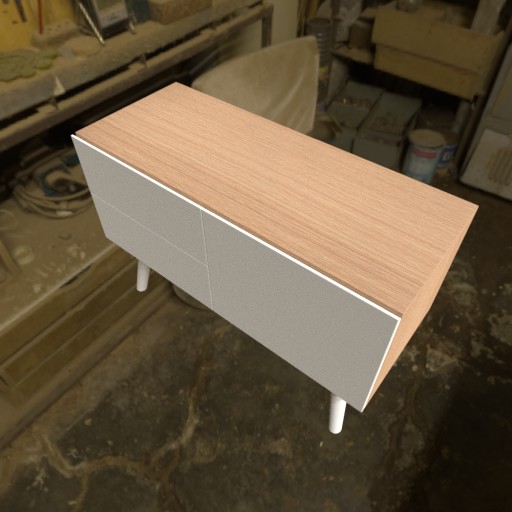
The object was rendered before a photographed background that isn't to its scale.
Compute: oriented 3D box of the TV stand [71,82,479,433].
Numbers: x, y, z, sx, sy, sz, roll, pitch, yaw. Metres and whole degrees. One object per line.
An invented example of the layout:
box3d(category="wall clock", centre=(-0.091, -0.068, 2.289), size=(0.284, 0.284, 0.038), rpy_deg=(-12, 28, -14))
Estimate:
box3d(category="TV stand", centre=(0.000, 0.000, 1.365), size=(0.991, 0.660, 0.407), rpy_deg=(30, 54, 25))
